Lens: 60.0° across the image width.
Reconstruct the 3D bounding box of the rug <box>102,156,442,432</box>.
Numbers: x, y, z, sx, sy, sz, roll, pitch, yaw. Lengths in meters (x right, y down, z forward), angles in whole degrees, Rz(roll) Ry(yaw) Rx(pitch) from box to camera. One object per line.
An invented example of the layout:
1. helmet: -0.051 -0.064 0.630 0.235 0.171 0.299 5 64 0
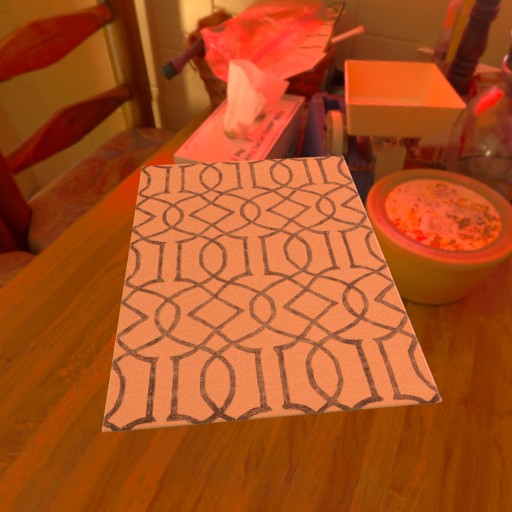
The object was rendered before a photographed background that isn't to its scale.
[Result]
1. rug: 0.000 0.000 3.864 2.211 0.021 2.910 -4 46 -4
